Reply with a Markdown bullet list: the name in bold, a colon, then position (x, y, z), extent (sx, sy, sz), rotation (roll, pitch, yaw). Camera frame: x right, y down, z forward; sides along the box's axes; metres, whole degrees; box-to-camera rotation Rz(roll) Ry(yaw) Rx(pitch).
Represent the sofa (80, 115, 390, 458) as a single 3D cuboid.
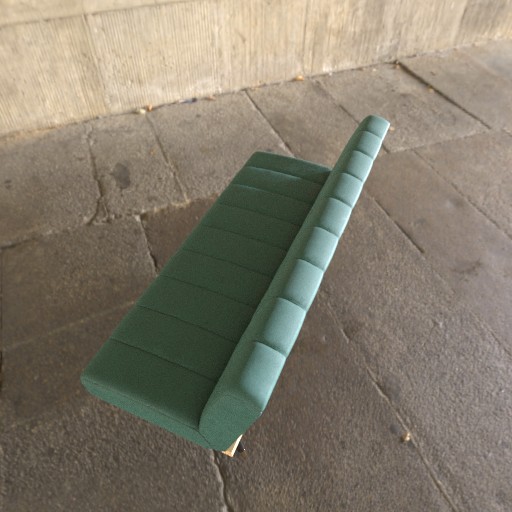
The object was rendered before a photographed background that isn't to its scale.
- **sofa**: position (0.000, 0.000, 2.245), extent (0.830, 0.820, 1.810), rotation (18, 49, 16)
